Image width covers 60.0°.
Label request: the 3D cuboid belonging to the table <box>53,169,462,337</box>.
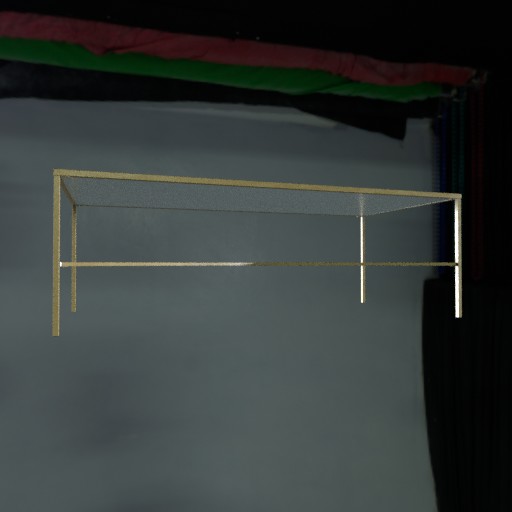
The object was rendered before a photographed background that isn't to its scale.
[{"bbox_3d":[0.000,0.000,1.514,1.206,0.398,0.580,0,-1,-18],"label":"table"}]
